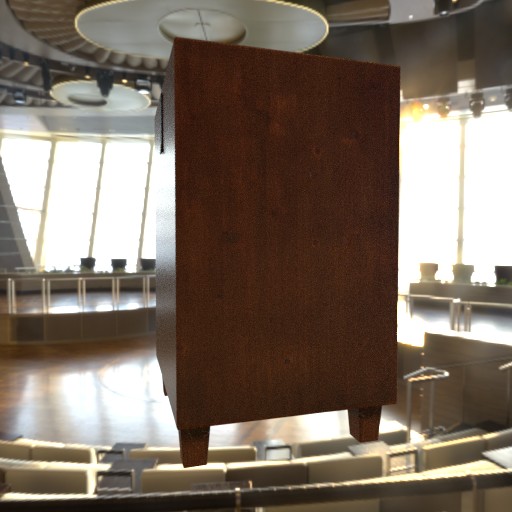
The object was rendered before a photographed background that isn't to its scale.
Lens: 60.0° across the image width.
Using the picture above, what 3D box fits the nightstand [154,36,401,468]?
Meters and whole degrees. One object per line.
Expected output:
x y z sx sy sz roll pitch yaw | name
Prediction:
0.000 0.000 0.973 0.410 0.695 0.465 -1 2 -17 | nightstand
